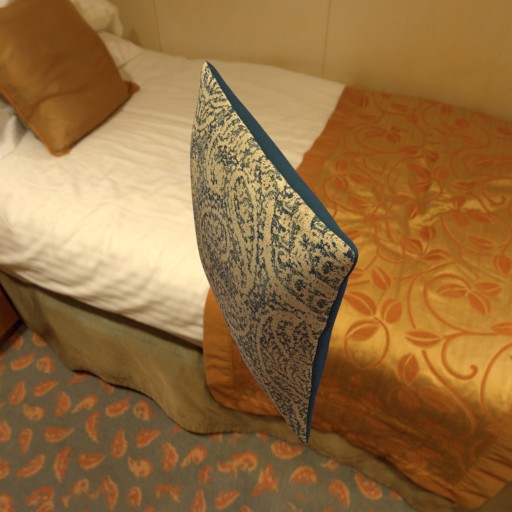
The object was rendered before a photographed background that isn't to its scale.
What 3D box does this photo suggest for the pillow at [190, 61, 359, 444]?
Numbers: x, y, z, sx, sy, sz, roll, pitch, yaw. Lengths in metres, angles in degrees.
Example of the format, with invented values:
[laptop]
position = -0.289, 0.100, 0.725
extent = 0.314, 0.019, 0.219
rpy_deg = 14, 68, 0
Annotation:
[pillow]
position = 0.000, 0.000, 0.805
extent = 0.166, 0.510, 0.523
rpy_deg = -16, 49, -15
